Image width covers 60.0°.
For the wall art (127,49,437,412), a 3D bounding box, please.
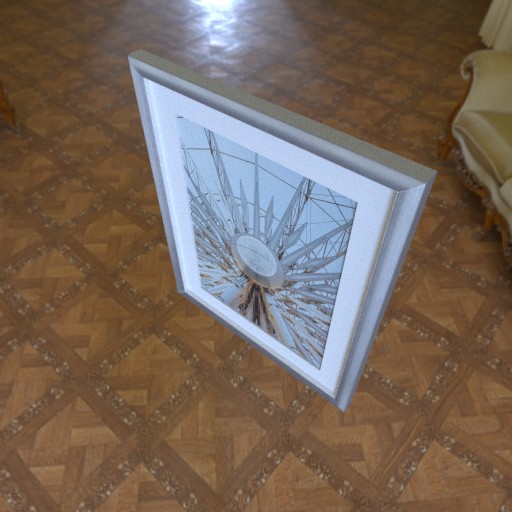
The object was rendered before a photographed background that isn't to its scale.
[{"bbox_3d":[0.000,0.000,0.750,0.458,0.558,0.029,31,55,25],"label":"wall art"}]
